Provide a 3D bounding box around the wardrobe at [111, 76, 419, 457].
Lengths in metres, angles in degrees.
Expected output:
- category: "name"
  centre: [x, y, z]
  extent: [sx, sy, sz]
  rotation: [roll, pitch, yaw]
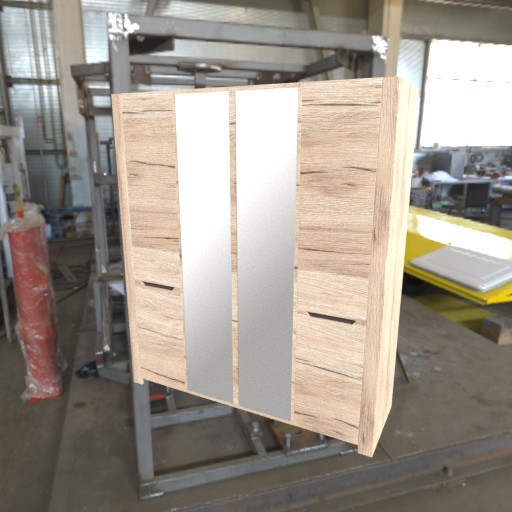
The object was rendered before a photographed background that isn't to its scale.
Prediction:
- category: "wardrobe"
  centre: [0.000, 0.000, 2.959]
  extent: [1.810, 2.070, 0.580]
  rotation: [7, 16, 26]
